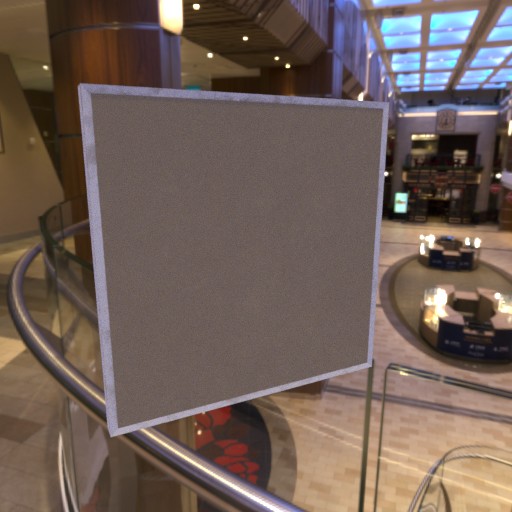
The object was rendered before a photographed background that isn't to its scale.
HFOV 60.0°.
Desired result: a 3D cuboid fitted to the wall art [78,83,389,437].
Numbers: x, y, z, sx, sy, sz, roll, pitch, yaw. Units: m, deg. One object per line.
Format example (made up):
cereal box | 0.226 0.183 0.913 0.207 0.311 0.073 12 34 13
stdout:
wall art | 0.000 0.000 0.737 0.508 0.506 0.029 -7 15 -26
